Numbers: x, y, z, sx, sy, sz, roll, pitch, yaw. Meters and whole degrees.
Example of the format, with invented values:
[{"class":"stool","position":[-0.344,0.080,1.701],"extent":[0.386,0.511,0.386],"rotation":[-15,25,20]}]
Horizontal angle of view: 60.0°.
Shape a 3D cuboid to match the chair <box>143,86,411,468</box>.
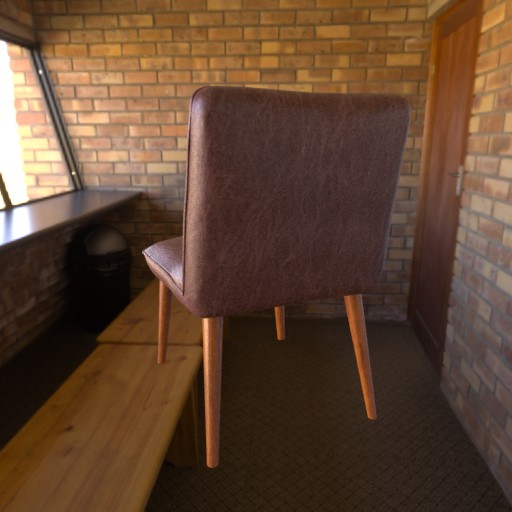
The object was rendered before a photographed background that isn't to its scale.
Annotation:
[{"class":"chair","position":[0.000,0.000,1.211],"extent":[0.543,0.803,0.645],"rotation":[-8,17,-27]}]
